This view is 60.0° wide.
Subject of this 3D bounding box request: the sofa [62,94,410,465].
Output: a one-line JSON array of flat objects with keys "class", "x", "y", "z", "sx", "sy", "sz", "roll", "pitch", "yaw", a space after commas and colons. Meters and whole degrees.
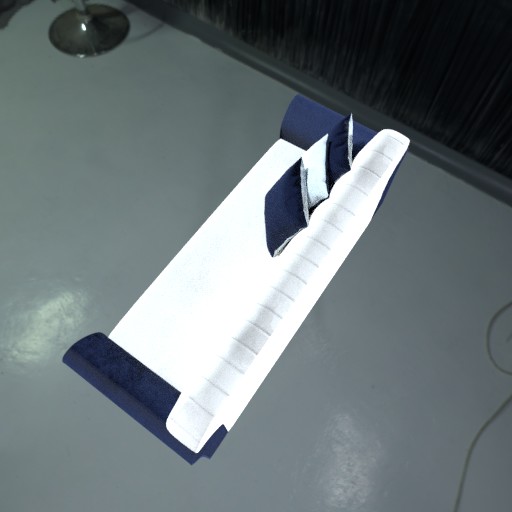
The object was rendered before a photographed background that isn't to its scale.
[{"class": "sofa", "x": 0.000, "y": 0.000, "z": 2.415, "sx": 0.749, "sy": 0.789, "sz": 2.006, "roll": 32, "pitch": 67, "yaw": 15}]
